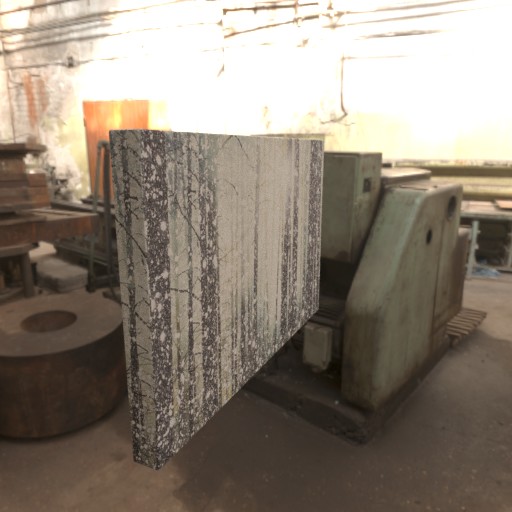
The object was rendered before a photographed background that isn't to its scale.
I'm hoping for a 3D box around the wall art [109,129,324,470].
[{"bbox_3d":[0.000,0.000,0.766,0.042,0.398,0.618,7,15,25],"label":"wall art"}]
